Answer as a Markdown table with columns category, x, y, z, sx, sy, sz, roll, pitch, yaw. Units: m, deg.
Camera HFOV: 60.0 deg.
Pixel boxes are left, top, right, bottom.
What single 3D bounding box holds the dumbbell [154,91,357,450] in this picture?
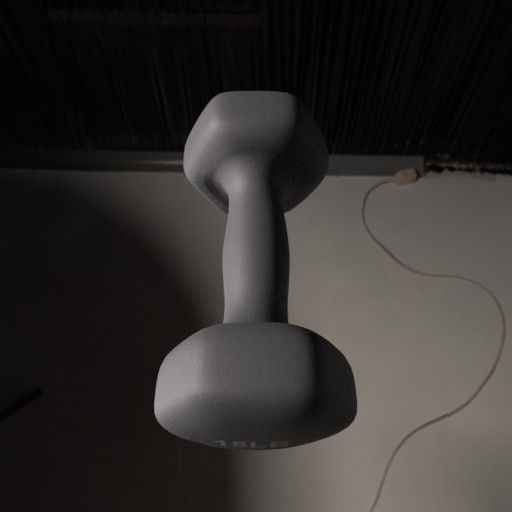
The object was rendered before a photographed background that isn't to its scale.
| category | x | y | z | sx | sy | sz | roll | pitch | yaw |
| --- | --- | --- | --- | --- | --- | --- | --- | --- | --- |
| dumbbell | 0.000 | 0.000 | 0.302 | 0.116 | 0.105 | 0.240 | 1 | 58 | 0 |
